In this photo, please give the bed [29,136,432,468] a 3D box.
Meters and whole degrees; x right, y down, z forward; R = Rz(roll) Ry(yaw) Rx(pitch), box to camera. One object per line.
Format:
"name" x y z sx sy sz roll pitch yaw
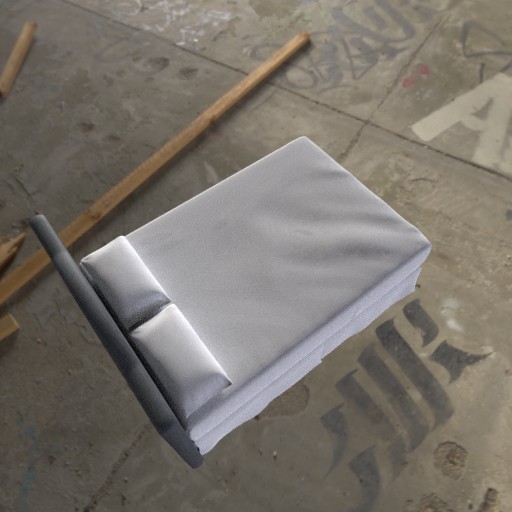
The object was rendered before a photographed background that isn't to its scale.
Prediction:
"bed" 0.000 0.000 3.477 2.507 1.441 1.747 -33 64 -19
